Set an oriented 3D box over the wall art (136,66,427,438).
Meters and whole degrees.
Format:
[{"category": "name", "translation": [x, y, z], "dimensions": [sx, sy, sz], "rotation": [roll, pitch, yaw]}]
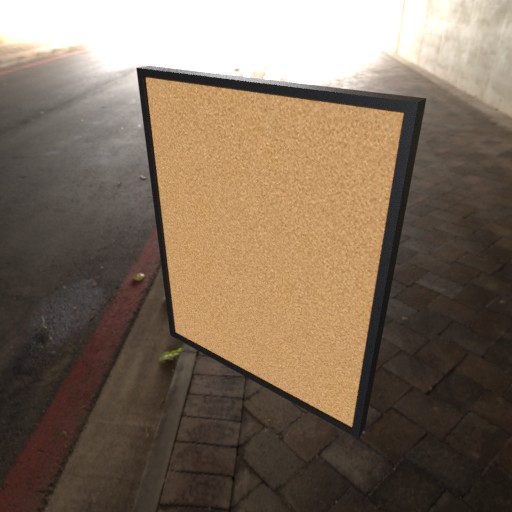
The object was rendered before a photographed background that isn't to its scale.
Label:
[{"category": "wall art", "translation": [0.000, 0.000, 0.749], "dimensions": [0.457, 0.559, 0.029], "rotation": [20, 36, 31]}]
